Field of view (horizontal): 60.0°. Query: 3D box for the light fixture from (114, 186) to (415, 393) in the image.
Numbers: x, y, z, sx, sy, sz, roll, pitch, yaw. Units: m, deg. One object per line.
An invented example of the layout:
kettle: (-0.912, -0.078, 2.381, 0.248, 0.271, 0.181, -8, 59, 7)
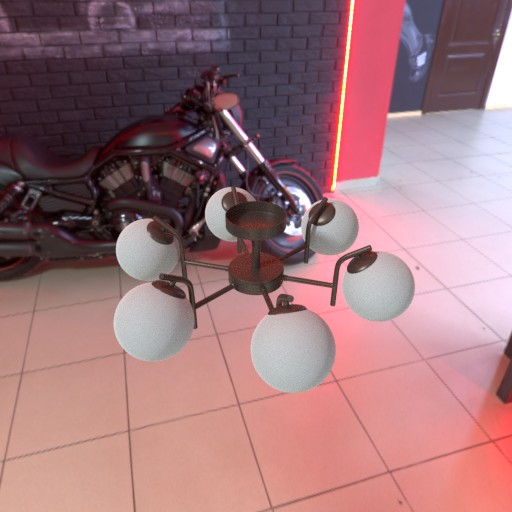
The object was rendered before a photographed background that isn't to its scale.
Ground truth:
light fixture: (0.000, 0.000, 0.953, 0.662, 0.201, 0.662, 0, 32, 0)
